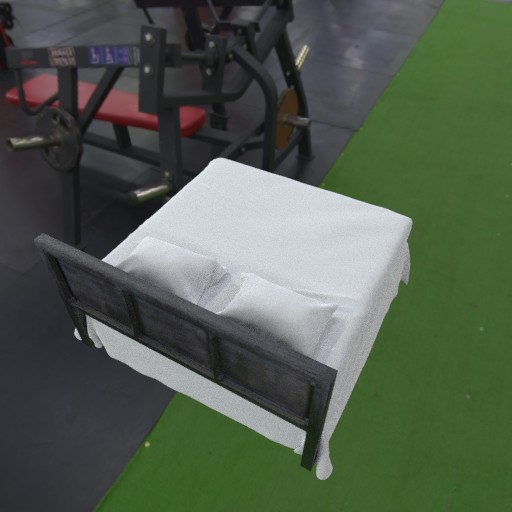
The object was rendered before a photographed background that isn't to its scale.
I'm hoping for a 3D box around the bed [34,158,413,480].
[{"bbox_3d":[0.000,0.000,3.491,2.255,1.158,2.165,22,49,20],"label":"bed"}]
